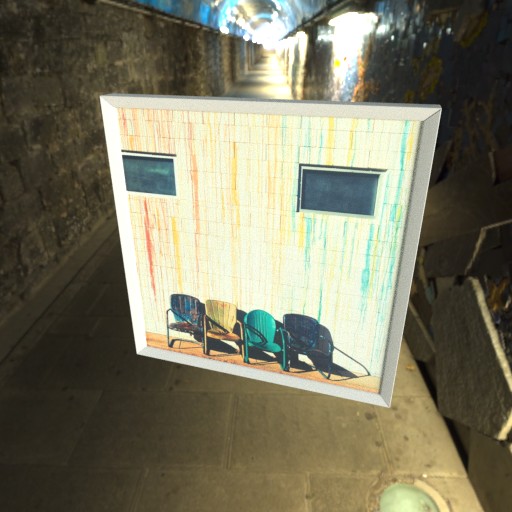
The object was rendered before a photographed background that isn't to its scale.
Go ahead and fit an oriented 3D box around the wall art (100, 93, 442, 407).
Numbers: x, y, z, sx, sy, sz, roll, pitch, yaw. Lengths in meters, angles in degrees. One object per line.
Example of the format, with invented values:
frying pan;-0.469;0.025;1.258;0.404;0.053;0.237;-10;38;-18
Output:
wall art;0.000;0.000;0.759;0.508;0.508;0.037;8;27;16
